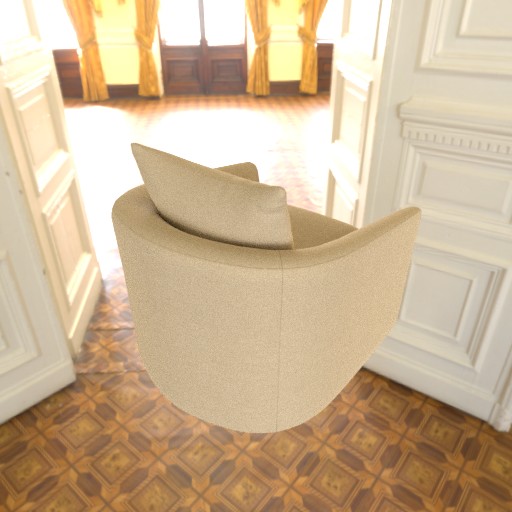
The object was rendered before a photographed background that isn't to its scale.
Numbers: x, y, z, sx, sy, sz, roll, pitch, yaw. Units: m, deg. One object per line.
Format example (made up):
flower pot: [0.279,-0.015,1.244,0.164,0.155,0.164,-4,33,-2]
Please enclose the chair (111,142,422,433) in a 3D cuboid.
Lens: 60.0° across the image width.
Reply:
chair: [0.000,0.000,1.598,0.845,0.848,0.910,23,38,32]
